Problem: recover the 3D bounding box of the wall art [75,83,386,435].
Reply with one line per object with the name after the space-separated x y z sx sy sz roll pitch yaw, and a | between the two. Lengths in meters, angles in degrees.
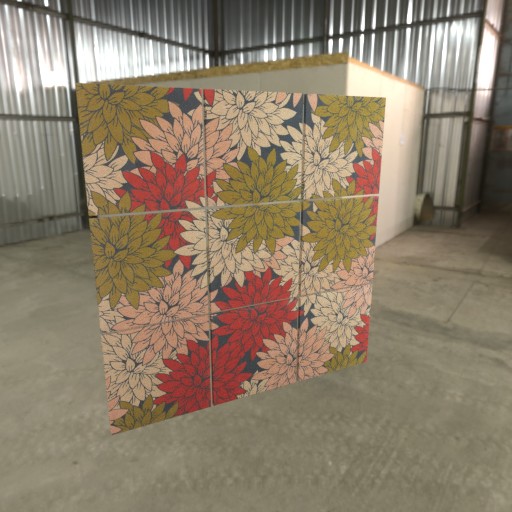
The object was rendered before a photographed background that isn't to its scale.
0.000 0.000 1.308 0.904 0.913 0.013 -8 17 -26 | wall art
